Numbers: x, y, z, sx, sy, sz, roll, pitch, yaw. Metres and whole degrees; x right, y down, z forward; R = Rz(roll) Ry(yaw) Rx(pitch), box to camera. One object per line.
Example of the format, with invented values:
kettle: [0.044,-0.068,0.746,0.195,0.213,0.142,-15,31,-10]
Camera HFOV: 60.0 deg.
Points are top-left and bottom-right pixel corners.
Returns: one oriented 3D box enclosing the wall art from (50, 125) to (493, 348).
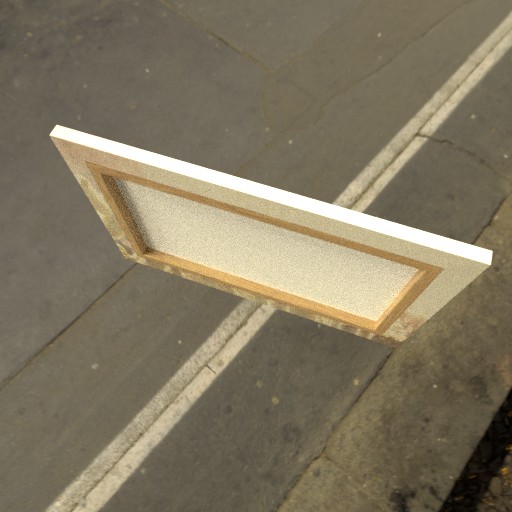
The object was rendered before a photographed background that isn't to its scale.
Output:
wall art: [0.000,0.000,1.435,1.142,0.758,0.041,17,65,8]
